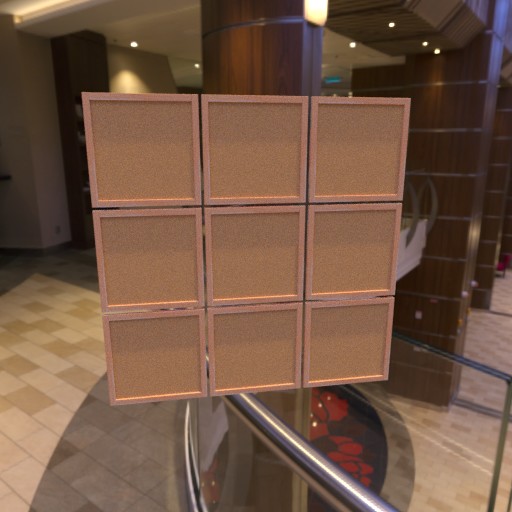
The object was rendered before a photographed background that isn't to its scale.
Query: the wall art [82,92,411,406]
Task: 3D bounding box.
[{"bbox_3d":[0.000,0.000,1.331,0.911,0.910,0.012,-2,15,-9],"label":"wall art"}]
